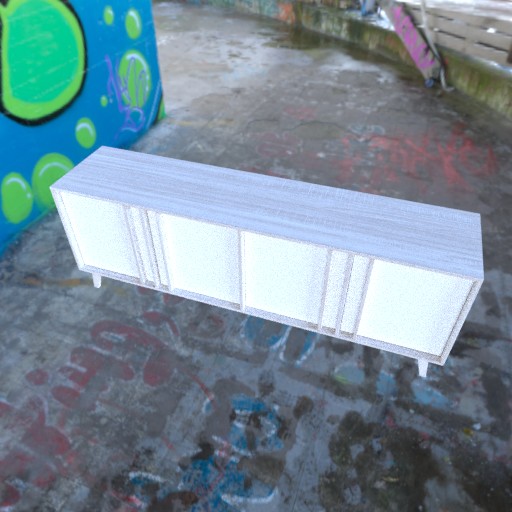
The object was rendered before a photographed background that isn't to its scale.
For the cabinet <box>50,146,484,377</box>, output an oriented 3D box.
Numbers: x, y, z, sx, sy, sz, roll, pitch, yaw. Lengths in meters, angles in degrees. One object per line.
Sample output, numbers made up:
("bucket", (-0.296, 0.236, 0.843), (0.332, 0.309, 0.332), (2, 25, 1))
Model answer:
("cabinet", (0.000, 0.000, 2.568), (2.200, 0.780, 0.500), (13, 43, 14))
